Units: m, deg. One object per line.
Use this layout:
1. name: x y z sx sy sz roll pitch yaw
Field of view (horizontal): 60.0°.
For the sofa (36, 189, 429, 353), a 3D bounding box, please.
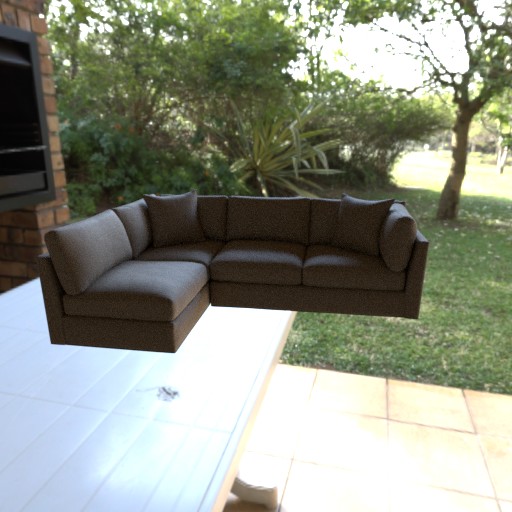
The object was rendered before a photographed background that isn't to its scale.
1. sofa: 0.000 0.000 3.940 2.896 0.978 1.994 2 16 9
